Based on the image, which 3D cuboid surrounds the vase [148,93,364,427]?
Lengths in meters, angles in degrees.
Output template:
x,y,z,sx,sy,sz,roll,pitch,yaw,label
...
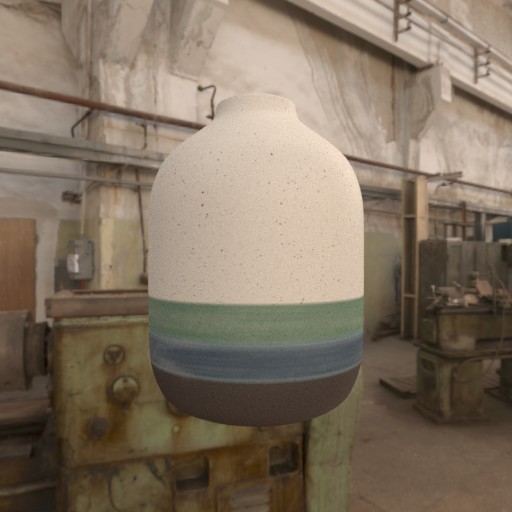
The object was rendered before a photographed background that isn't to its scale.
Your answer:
x,y,z,sx,sy,sz,roll,pitch,yaw,label
0.000,0.000,0.358,0.169,0.240,0.169,0,0,0,vase
